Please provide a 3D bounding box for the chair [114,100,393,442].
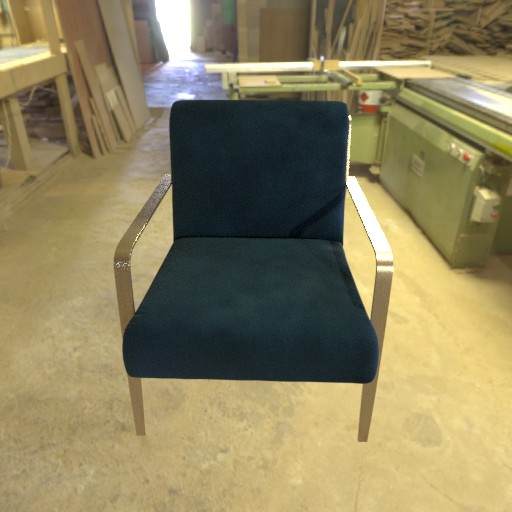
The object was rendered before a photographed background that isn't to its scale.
[{"bbox_3d":[0.000,0.000,1.412,0.692,0.831,0.859,1,29,2],"label":"chair"}]
